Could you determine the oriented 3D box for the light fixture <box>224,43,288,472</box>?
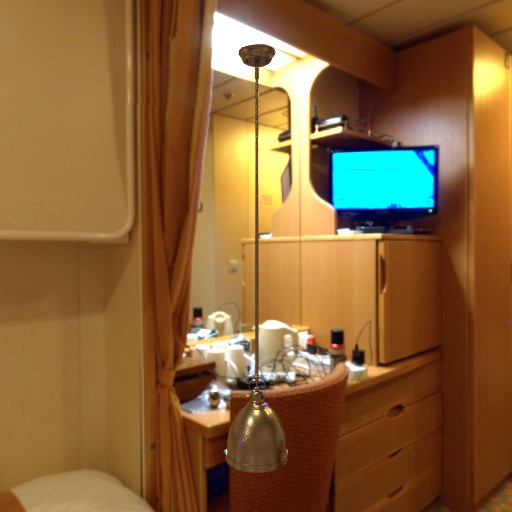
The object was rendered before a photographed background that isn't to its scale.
[{"bbox_3d":[0.000,0.000,1.498,0.217,1.367,0.211,0,1,1],"label":"light fixture"}]
